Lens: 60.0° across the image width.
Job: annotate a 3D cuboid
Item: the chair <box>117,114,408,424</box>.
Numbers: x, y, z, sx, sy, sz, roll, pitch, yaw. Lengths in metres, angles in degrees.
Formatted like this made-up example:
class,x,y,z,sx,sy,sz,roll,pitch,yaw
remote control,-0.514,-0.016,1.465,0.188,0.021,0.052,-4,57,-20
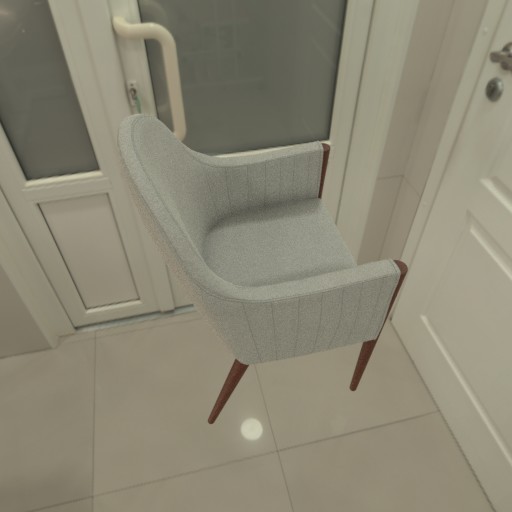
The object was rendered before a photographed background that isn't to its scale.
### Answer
class,x,y,z,sx,sy,sz,roll,pitch,yaw
chair,0.000,0.000,1.318,0.620,0.889,0.610,-10,47,-9
